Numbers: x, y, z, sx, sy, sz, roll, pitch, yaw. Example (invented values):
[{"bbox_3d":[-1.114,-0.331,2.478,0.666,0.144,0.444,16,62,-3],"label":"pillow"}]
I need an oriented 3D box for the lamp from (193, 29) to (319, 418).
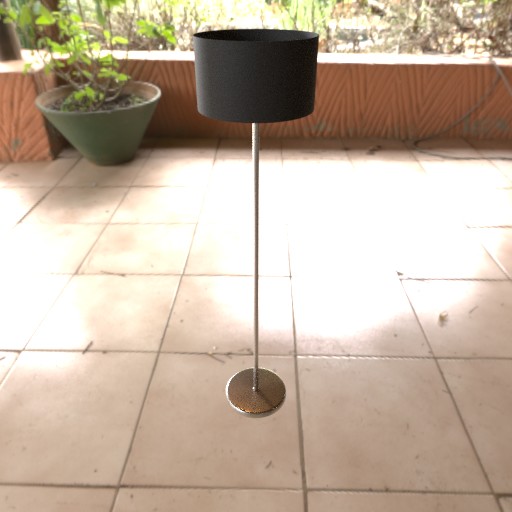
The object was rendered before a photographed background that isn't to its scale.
[{"bbox_3d":[0.000,0.000,1.607,0.348,1.443,0.348,0,32,0],"label":"lamp"}]
